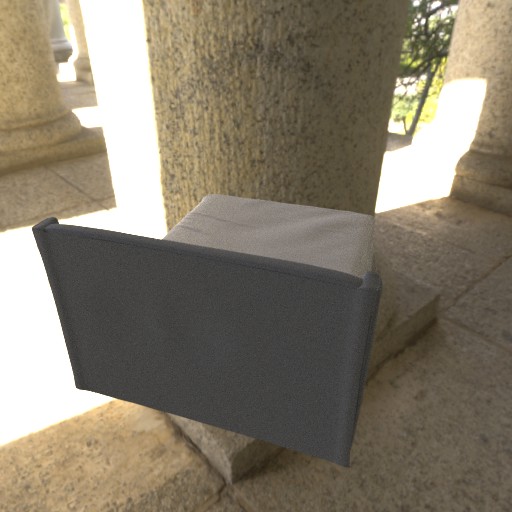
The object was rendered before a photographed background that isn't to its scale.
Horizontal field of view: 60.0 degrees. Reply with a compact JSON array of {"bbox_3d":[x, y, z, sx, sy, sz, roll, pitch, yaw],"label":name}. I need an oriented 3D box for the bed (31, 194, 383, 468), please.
[{"bbox_3d":[0.000,0.000,3.444,1.925,1.332,2.276,10,32,16],"label":"bed"}]
